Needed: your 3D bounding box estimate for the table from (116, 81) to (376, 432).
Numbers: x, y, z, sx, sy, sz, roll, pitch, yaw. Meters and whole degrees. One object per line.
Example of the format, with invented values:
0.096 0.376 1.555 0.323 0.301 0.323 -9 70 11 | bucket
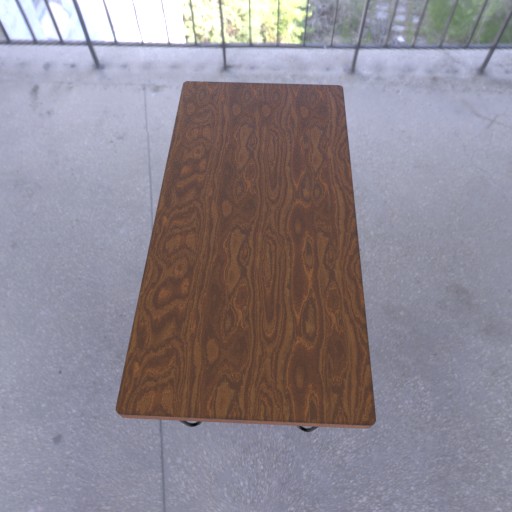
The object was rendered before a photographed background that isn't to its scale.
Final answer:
0.000 0.000 2.284 0.883 0.753 1.791 2 57 1 | table
